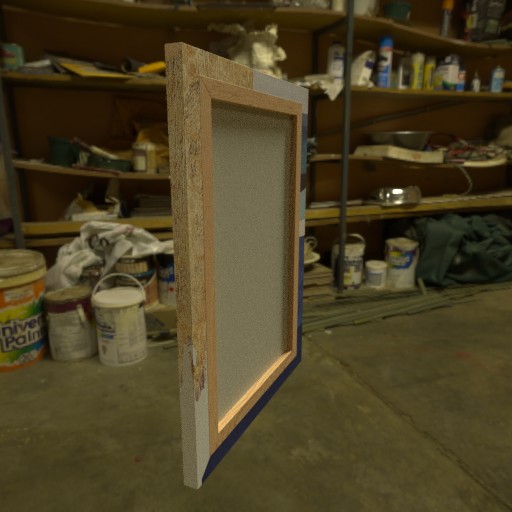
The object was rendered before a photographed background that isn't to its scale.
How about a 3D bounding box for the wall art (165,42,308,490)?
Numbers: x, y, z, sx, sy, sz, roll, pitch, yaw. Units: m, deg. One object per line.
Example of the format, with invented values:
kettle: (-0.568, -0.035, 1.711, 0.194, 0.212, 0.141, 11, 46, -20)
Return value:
wall art: (0.000, 0.000, 0.794, 0.026, 0.613, 0.458, 6, 15, 24)
